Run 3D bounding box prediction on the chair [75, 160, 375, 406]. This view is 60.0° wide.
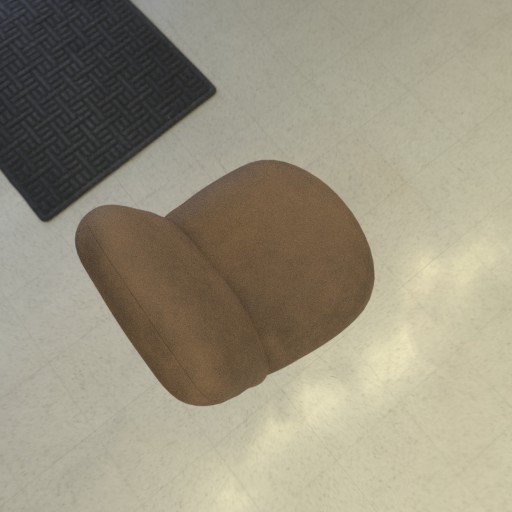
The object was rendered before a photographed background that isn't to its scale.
[{"bbox_3d":[0.000,0.000,1.032,0.597,0.594,0.521,-35,78,-8],"label":"chair"}]
